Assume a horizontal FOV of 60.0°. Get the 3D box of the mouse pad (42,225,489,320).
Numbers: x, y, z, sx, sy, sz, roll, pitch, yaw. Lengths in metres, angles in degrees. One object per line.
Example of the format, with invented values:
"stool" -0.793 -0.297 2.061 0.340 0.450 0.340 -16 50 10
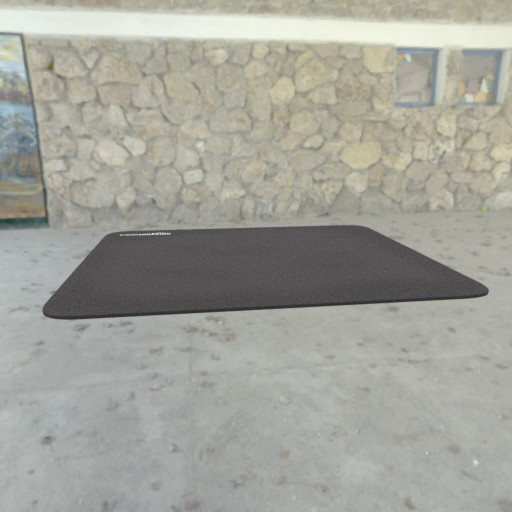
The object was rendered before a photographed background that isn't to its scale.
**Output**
"mouse pad" 0.000 0.000 0.331 0.249 0.002 0.211 -2 15 -8
